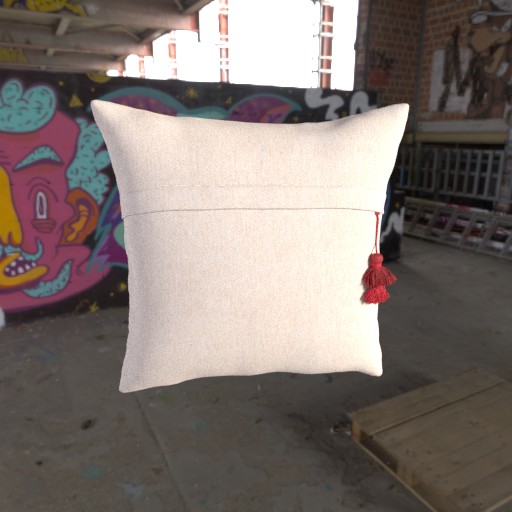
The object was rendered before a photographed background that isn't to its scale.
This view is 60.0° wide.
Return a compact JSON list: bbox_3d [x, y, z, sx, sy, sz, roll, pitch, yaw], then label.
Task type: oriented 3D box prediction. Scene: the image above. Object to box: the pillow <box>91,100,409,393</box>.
[{"bbox_3d":[0.000,0.000,0.664,0.433,0.436,0.173,-2,15,-8],"label":"pillow"}]
